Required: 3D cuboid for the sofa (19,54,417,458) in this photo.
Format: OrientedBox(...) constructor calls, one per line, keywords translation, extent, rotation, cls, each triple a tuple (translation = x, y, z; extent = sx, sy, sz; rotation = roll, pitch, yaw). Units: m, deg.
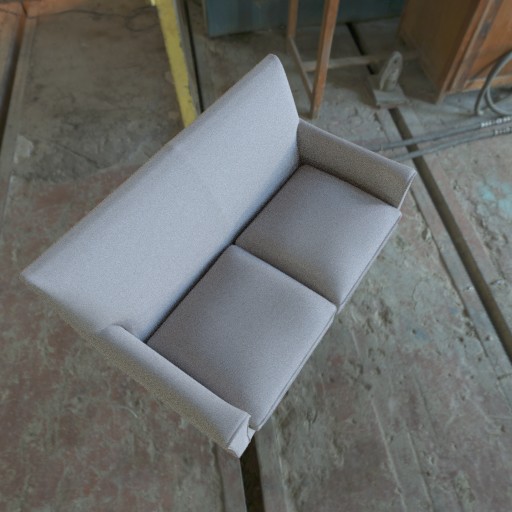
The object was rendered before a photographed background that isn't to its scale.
OrientedBox(translation=(0.000, 0.000, 2.007), extent=(0.888, 0.890, 1.482), rotation=(31, 63, 18), cls="sofa")
